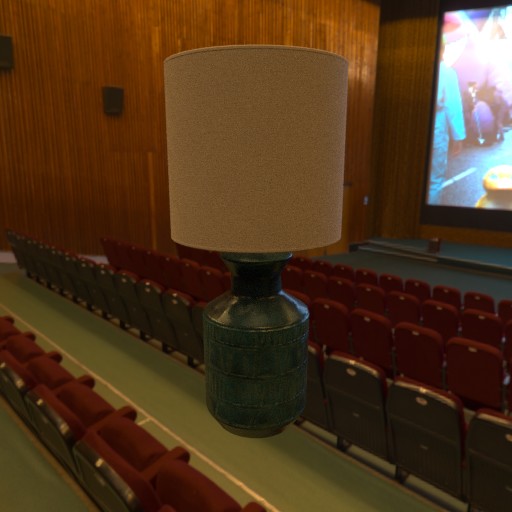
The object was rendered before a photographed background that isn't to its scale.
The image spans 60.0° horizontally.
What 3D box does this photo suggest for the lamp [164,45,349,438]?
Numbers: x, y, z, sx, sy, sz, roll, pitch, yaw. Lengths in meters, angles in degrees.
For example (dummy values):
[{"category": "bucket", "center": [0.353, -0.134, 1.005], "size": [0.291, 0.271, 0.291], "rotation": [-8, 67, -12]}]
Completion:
[{"category": "lamp", "center": [0.000, 0.000, 0.568], "size": [0.211, 0.455, 0.211], "rotation": [12, 18, 43]}]
